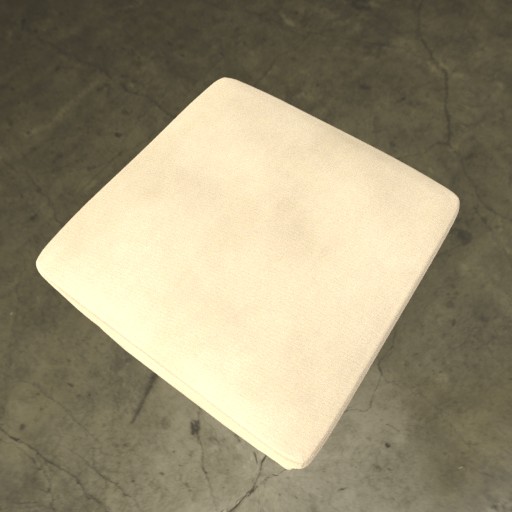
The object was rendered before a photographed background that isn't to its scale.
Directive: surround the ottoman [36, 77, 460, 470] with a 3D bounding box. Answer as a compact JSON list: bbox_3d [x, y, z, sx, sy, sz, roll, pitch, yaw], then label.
[{"bbox_3d":[0.000,0.000,1.303,0.843,0.441,0.842,32,68,15],"label":"ottoman"}]
